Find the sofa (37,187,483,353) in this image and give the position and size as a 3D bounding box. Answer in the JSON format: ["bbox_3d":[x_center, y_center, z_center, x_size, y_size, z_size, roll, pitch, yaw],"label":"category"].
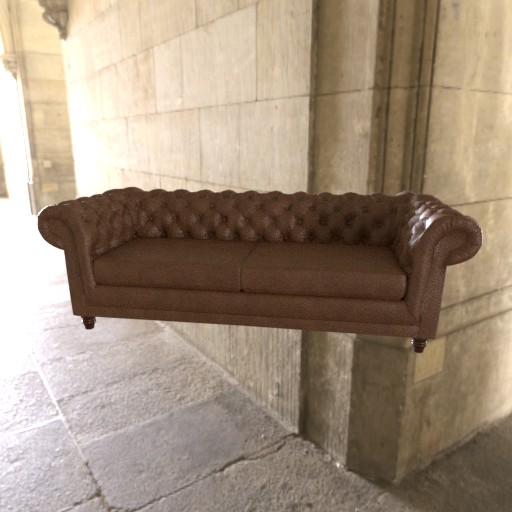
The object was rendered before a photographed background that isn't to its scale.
[{"bbox_3d":[0.000,0.000,2.820,2.385,0.783,0.944,2,15,9],"label":"sofa"}]
